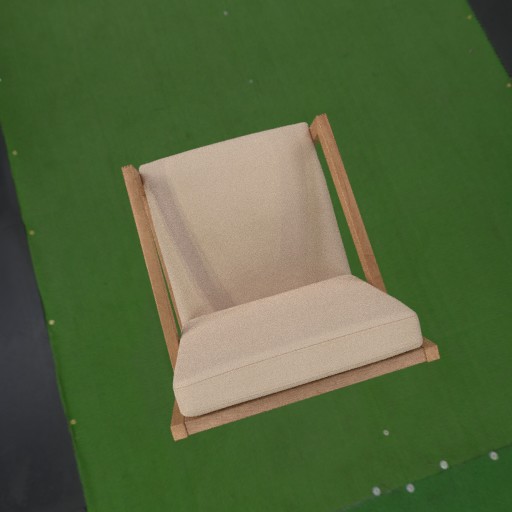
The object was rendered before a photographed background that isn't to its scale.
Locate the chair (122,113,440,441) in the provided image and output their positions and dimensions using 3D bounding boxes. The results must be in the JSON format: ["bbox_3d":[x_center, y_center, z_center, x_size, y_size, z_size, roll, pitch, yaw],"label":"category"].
[{"bbox_3d":[0.000,0.000,1.396,0.622,0.790,0.857,-16,76,-4],"label":"chair"}]
